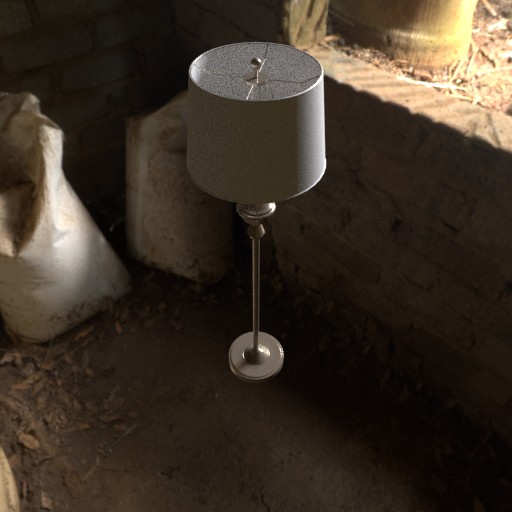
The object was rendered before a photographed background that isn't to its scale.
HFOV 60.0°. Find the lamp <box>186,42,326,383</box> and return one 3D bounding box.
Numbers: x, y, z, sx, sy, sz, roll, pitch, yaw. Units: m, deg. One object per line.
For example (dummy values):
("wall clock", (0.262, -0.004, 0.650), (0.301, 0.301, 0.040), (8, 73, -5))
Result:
("lamp", (0.000, 0.000, 1.688), (0.431, 1.488, 0.431), (0, 46, 0))
